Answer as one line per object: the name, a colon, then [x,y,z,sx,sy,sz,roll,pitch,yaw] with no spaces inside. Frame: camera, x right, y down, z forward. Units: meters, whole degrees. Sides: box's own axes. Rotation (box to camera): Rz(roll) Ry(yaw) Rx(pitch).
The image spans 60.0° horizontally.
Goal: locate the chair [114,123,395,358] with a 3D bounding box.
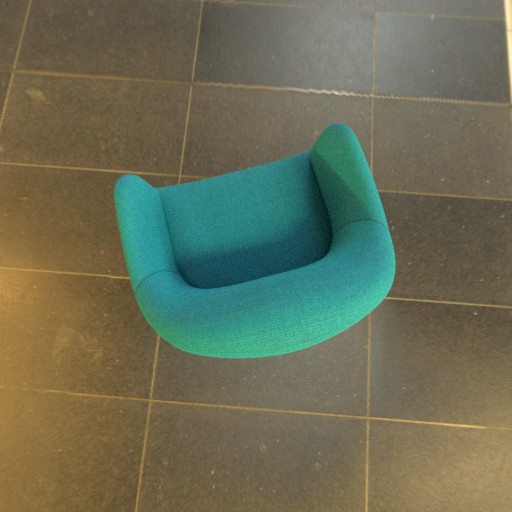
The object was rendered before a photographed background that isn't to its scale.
chair: [0.000,0.000,1.201,0.590,0.795,0.550,-15,76,-4]
